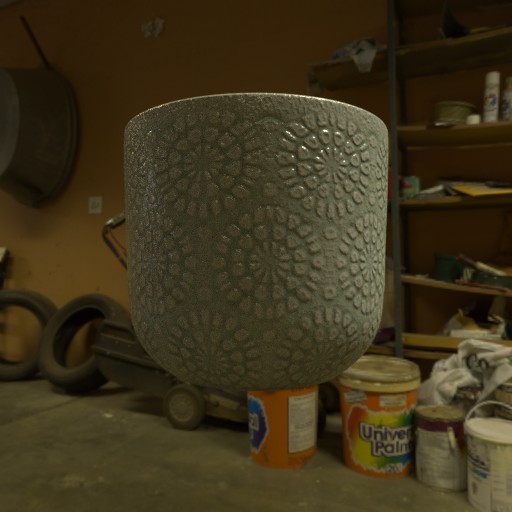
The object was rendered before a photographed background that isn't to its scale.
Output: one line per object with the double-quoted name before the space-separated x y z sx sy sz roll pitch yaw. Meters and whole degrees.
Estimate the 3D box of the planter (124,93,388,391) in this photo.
"planter" 0.000 0.000 0.294 0.169 0.153 0.169 0 -1 0
